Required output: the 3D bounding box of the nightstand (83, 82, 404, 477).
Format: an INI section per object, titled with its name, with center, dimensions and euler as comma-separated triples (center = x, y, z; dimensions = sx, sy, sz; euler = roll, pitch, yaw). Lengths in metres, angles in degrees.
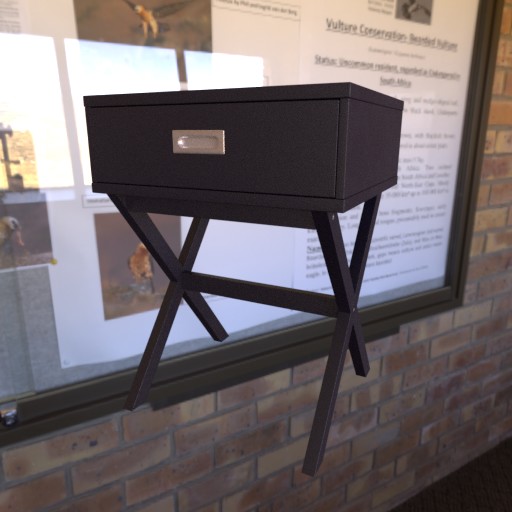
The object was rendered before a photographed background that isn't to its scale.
[nightstand]
center = 0.000, 0.000, 0.928
dimensions = 0.479, 0.623, 0.402
euler = 8, 17, 26
